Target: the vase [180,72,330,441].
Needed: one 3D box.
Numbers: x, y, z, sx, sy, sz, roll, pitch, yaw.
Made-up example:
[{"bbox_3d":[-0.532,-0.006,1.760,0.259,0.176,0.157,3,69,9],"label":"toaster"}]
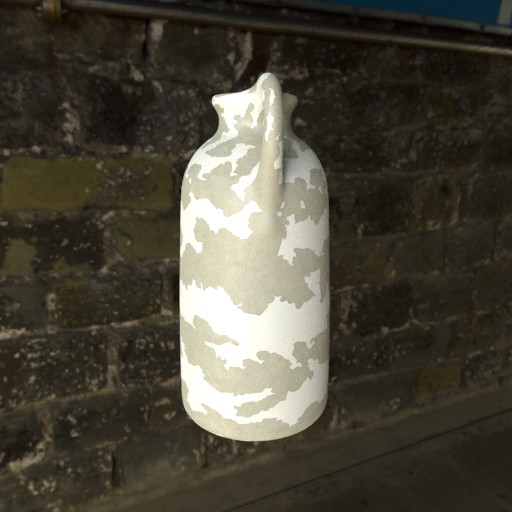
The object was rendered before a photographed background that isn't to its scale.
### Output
[{"bbox_3d":[0.000,0.000,0.517,0.186,0.382,0.203,-3,16,-9],"label":"vase"}]
